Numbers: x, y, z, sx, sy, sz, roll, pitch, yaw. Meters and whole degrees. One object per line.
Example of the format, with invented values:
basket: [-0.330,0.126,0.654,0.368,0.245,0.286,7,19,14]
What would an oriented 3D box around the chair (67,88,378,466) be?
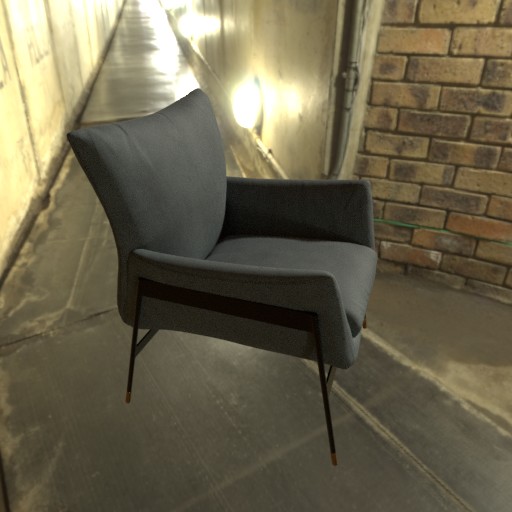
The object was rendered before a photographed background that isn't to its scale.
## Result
chair: [0.000,0.000,1.371,0.709,0.858,0.678,10,31,17]
